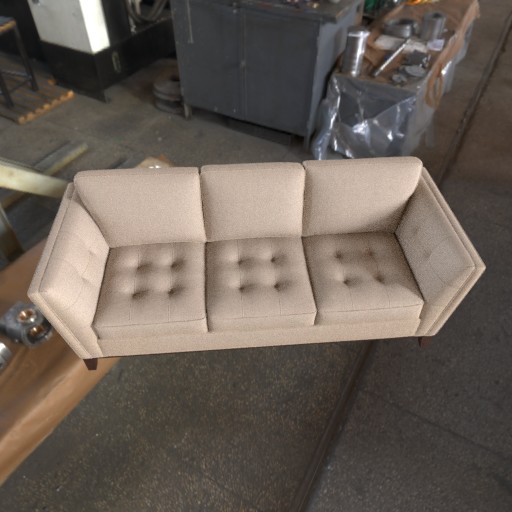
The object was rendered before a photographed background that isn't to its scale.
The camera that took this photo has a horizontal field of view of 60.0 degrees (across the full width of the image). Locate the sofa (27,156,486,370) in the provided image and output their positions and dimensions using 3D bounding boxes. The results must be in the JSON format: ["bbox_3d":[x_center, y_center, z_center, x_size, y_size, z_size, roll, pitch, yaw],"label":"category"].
[{"bbox_3d":[0.000,0.000,2.832,2.388,0.940,0.965,-3,46,-3],"label":"sofa"}]
